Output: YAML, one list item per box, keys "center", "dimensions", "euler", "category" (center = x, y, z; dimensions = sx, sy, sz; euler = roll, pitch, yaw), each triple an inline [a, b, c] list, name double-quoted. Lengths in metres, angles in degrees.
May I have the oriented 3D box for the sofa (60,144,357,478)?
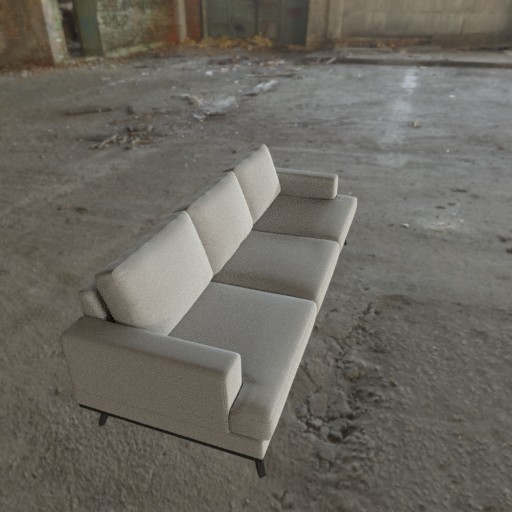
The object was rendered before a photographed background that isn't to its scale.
- center: [0.000, 0.000, 2.685]
  dimensions: [0.920, 0.810, 2.310]
  euler: [10, 31, 16]
  category: "sofa"
